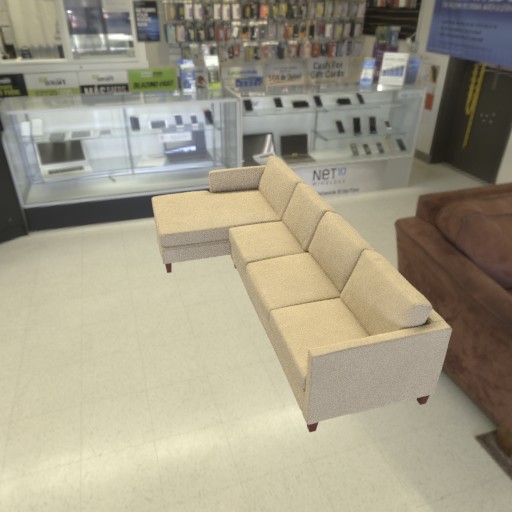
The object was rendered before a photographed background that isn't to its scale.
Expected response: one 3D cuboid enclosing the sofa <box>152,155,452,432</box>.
[{"bbox_3d":[0.000,0.000,3.961,1.625,0.846,3.186,-8,32,-14],"label":"sofa"}]
